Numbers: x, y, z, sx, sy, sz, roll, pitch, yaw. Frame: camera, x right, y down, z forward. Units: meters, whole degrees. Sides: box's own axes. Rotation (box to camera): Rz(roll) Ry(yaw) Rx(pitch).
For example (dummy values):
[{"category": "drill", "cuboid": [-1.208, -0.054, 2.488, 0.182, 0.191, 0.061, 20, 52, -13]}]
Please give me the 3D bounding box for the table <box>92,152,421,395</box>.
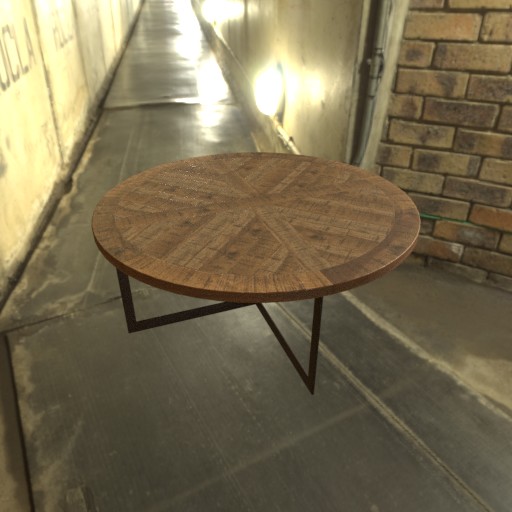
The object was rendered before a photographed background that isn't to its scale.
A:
[{"category": "table", "cuboid": [0.000, 0.000, 1.917, 1.264, 0.516, 1.264, 0, 31, 0]}]
